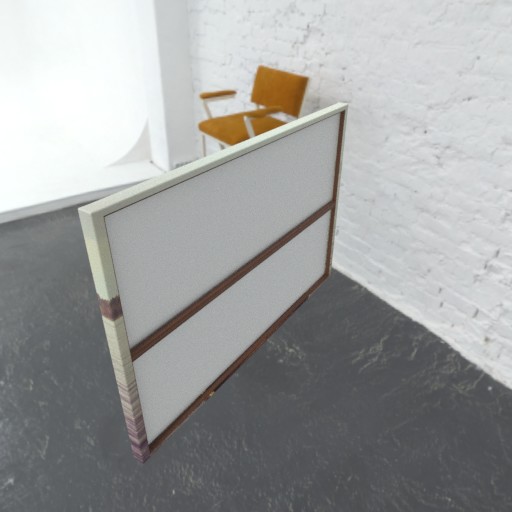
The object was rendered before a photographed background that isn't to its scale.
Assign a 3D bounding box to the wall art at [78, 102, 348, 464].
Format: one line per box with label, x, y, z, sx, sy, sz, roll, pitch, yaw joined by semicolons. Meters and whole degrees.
wall art;0.000;0.000;1.443;0.040;0.765;1.149;20;36;29
